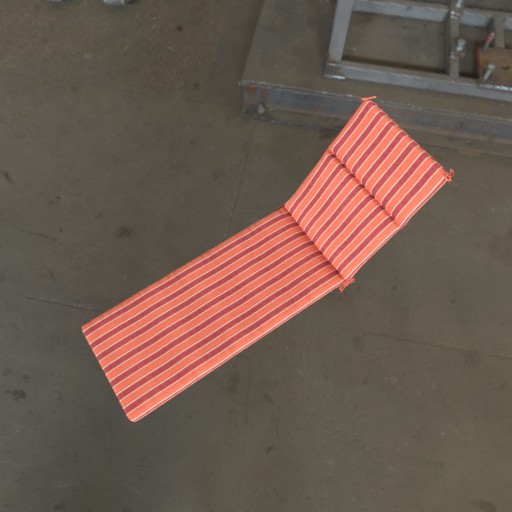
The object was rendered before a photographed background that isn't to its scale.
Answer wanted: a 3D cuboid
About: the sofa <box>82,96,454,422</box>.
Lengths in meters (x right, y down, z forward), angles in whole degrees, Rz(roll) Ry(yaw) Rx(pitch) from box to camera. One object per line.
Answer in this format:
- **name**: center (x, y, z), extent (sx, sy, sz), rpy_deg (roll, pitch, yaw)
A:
- **sofa**: center (0.000, 0.000, 1.980), extent (1.663, 0.622, 0.582), rpy_deg (-32, 69, -14)
